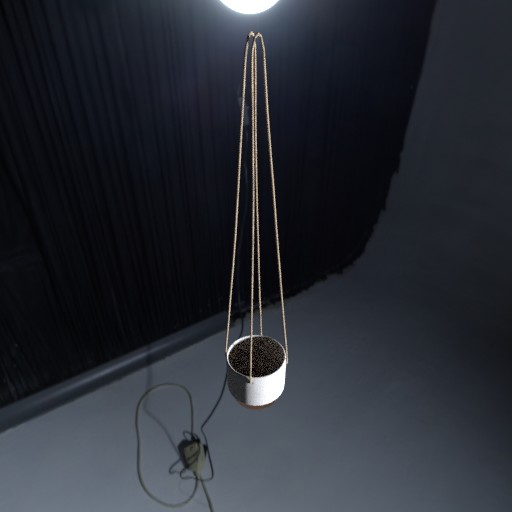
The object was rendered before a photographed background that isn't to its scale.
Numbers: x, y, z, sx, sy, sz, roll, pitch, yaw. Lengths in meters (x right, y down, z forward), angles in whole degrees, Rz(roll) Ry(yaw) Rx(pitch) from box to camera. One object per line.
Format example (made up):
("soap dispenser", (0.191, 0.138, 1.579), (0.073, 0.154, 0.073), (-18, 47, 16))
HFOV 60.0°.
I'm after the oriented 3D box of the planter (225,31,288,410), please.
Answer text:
("planter", (0.000, 0.000, 0.925), (0.146, 0.841, 0.146), (-21, 38, -29))
